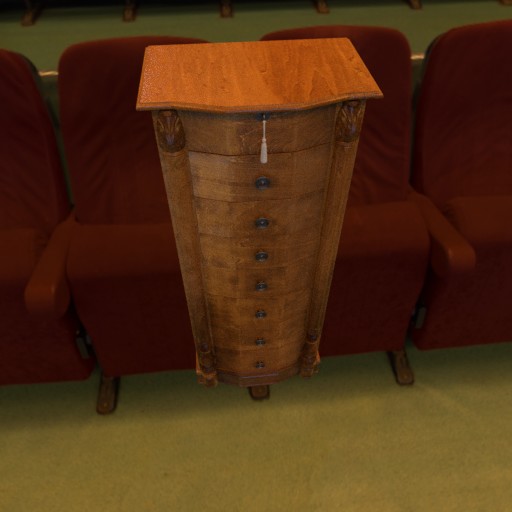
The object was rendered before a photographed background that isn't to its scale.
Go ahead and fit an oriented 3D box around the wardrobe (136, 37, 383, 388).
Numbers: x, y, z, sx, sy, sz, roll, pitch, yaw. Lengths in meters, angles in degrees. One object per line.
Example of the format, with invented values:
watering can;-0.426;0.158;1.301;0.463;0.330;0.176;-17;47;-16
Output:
wardrobe;0.000;0.000;1.135;0.406;0.959;0.273;-4;47;-4
